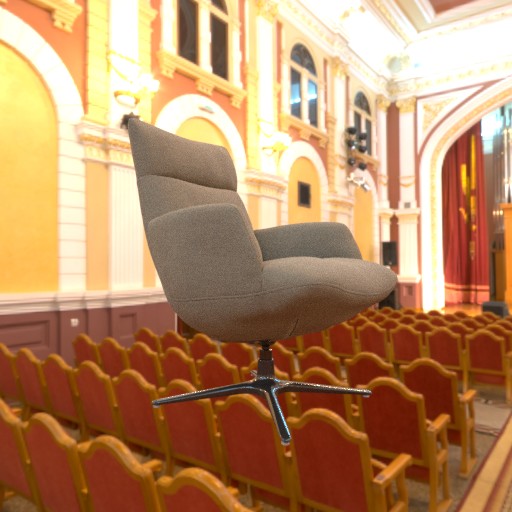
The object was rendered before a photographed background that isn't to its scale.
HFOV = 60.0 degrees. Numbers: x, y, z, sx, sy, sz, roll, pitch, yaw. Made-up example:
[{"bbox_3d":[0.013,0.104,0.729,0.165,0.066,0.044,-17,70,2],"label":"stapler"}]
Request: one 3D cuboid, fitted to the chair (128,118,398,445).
[{"bbox_3d":[0.000,0.000,1.584,0.889,1.016,0.711,-1,-2,37],"label":"chair"}]
